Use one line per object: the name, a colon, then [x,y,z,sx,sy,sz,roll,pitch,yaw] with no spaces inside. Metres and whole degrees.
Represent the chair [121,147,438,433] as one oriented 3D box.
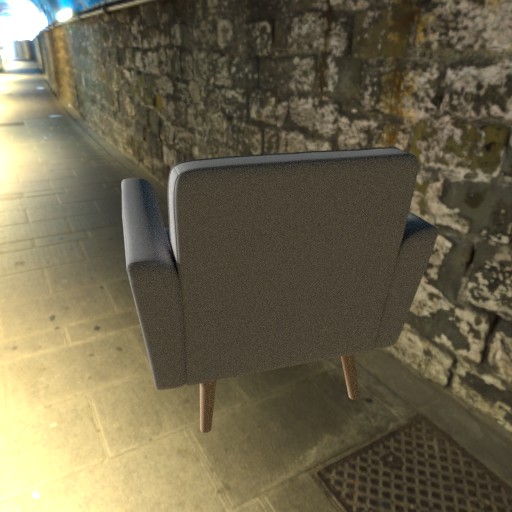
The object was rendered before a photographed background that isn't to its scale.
chair: [0.000,0.000,1.413,0.780,0.780,0.750,-7,26,-15]
